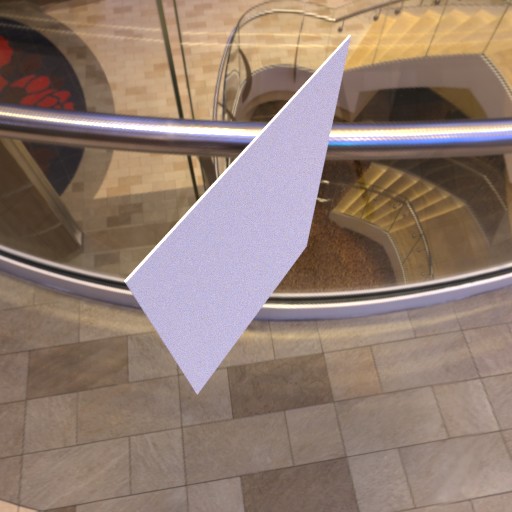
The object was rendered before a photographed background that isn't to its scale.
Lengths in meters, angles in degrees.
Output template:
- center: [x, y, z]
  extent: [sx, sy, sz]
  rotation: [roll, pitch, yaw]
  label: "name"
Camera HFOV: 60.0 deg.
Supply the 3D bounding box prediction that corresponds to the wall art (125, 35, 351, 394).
- center: [0.000, 0.000, 0.800]
  extent: [0.003, 0.610, 0.457]
  rotation: [32, 67, 15]
  label: "wall art"
